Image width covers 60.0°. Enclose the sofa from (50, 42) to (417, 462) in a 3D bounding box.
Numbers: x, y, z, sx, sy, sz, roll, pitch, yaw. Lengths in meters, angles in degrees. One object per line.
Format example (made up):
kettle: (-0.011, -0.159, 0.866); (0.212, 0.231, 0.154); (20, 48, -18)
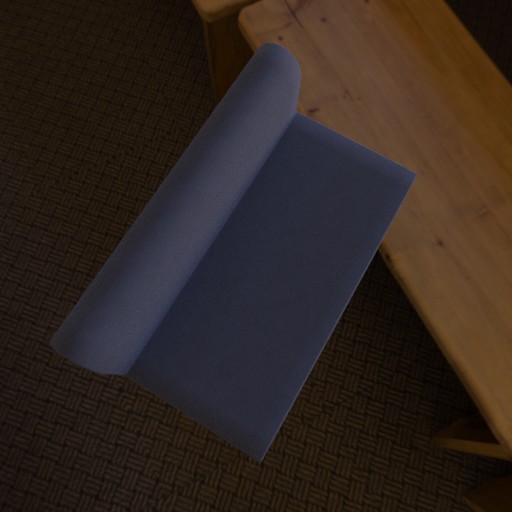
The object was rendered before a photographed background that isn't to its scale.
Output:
sofa: (0.000, 0.000, 1.647); (0.762, 0.660, 1.219); (30, 77, 8)
